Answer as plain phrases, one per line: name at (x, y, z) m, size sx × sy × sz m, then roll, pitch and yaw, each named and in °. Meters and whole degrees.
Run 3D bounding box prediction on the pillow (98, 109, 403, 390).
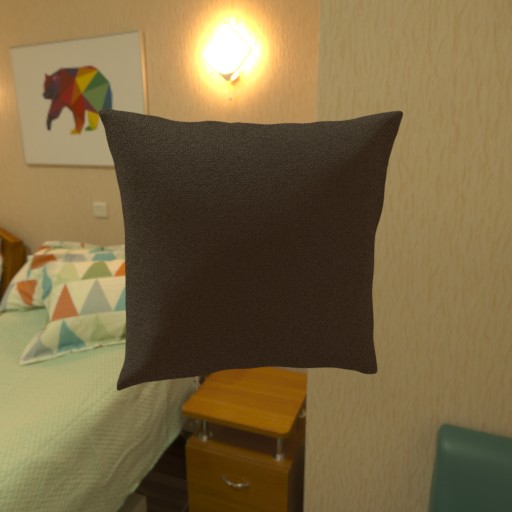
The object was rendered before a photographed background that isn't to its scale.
pillow at (0.000, 0.000, 0.698) m, size 0.452 × 0.439 × 0.204 m, roll -2°, pitch 14°, yaw -9°
